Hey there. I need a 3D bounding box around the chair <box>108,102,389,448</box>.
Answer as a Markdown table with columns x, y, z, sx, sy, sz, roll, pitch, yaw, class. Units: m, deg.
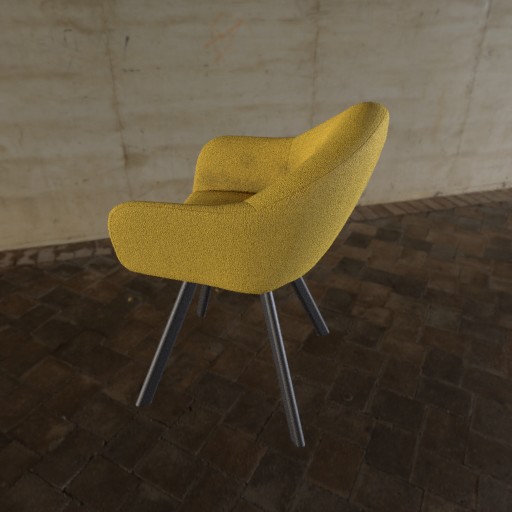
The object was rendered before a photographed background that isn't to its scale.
| x | y | z | sx | sy | sz | roll | pitch | yaw | class |
| --- | --- | --- | --- | --- | --- | --- | --- | --- | --- |
| 0.000 | 0.000 | 1.147 | 0.565 | 0.775 | 0.545 | 8 | 30 | 14 | chair |
